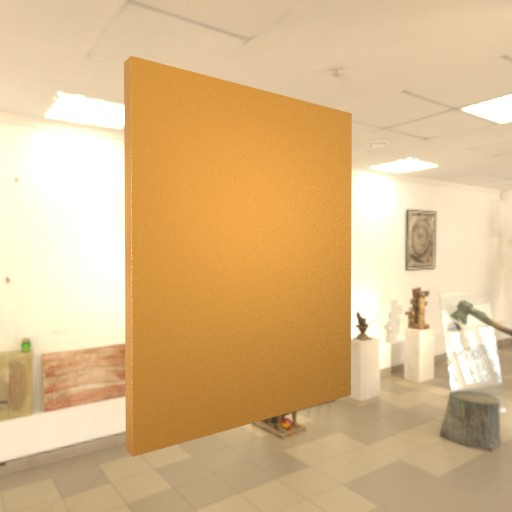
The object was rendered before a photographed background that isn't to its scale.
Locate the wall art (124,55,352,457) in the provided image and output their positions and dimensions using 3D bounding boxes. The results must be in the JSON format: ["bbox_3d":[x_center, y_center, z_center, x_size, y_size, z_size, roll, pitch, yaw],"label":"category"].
[{"bbox_3d":[0.000,0.000,1.035,0.610,0.762,0.038,-1,1,-36],"label":"wall art"}]
